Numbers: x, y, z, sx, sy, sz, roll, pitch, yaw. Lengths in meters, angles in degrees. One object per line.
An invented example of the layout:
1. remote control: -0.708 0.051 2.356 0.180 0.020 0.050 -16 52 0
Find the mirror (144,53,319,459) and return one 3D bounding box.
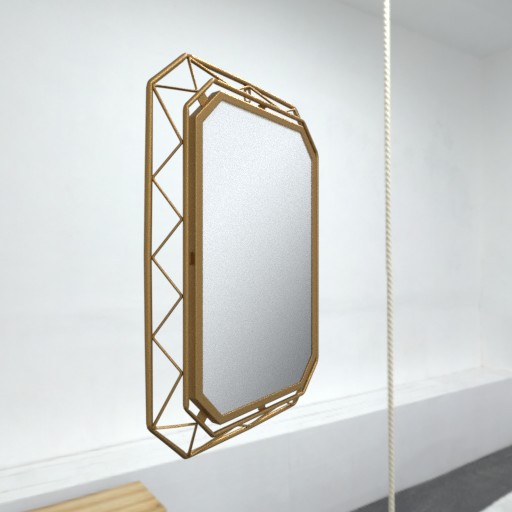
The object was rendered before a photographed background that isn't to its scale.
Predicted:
1. mirror: 0.000 0.000 0.710 0.042 0.566 0.417 0 0 37
